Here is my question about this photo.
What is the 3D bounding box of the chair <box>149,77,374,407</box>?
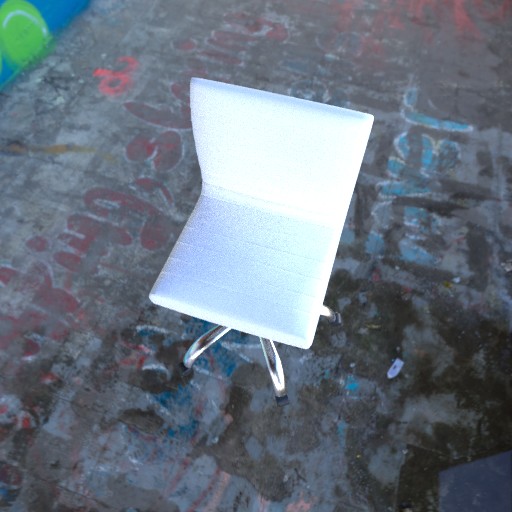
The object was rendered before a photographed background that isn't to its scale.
[{"bbox_3d":[0.000,0.000,1.153,0.556,0.780,0.530,15,60,9],"label":"chair"}]
